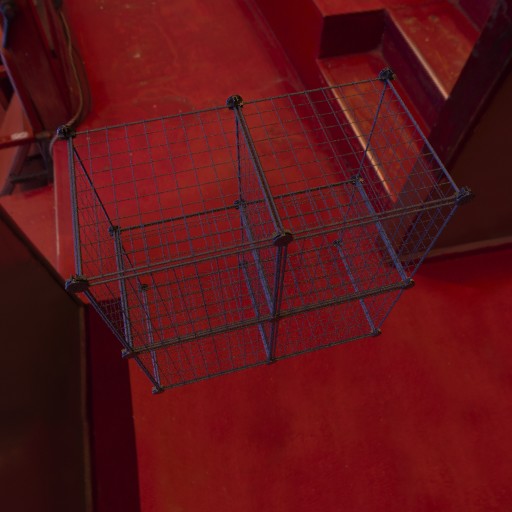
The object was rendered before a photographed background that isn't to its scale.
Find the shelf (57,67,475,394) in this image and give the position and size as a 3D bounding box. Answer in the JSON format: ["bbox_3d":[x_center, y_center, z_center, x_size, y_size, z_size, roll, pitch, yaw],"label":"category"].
[{"bbox_3d":[0.000,0.000,1.123,0.711,0.711,0.356,-13,60,-8],"label":"shelf"}]
